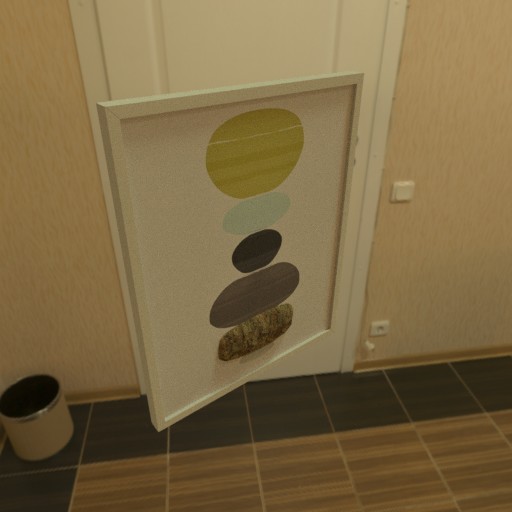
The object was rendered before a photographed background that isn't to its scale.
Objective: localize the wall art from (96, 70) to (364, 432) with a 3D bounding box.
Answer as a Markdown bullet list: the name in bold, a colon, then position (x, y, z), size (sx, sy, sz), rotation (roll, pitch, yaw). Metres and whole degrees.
- **wall art**: position (0.000, 0.000, 1.051), size (0.611, 0.763, 0.055), rotation (-21, 36, -32)
